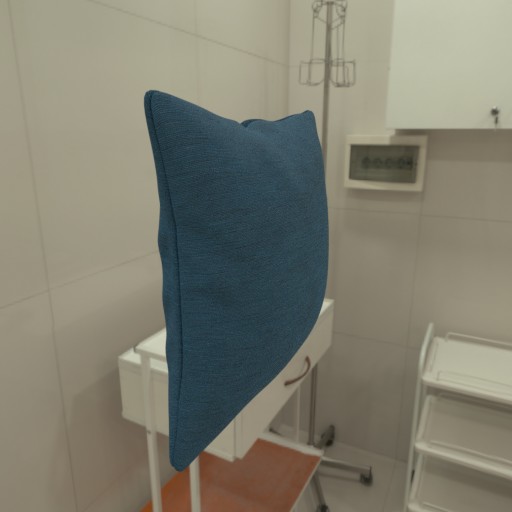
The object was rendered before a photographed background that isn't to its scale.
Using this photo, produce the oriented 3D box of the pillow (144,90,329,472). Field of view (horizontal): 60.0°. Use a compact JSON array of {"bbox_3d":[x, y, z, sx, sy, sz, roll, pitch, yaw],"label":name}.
[{"bbox_3d":[0.000,0.000,0.641,0.177,0.420,0.437,8,17,25],"label":"pillow"}]
